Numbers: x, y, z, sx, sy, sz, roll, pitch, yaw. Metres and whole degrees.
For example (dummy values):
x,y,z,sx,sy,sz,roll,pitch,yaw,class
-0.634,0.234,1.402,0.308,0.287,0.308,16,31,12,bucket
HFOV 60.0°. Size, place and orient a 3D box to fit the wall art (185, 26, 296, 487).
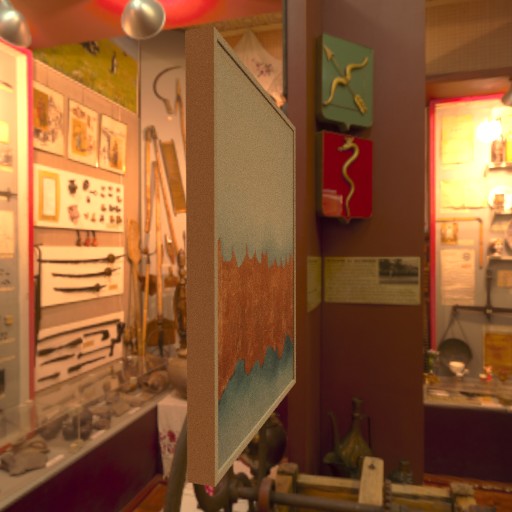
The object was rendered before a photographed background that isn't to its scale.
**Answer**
x,y,z,sx,sy,sz,roll,pitch,yaw,class
0.000,0.000,0.752,0.039,0.553,0.451,0,0,17,wall art
